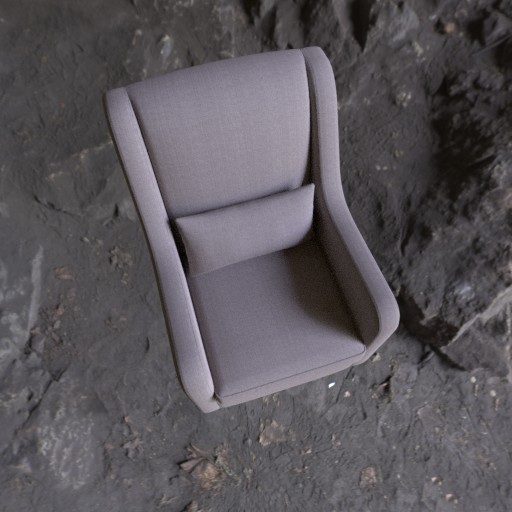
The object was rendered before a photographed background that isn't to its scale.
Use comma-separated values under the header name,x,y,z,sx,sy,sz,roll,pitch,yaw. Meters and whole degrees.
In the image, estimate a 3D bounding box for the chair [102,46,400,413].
name,x,y,z,sx,sy,sz,roll,pitch,yaw
chair,0.000,0.000,1.614,0.715,1.017,0.890,-16,65,-8
